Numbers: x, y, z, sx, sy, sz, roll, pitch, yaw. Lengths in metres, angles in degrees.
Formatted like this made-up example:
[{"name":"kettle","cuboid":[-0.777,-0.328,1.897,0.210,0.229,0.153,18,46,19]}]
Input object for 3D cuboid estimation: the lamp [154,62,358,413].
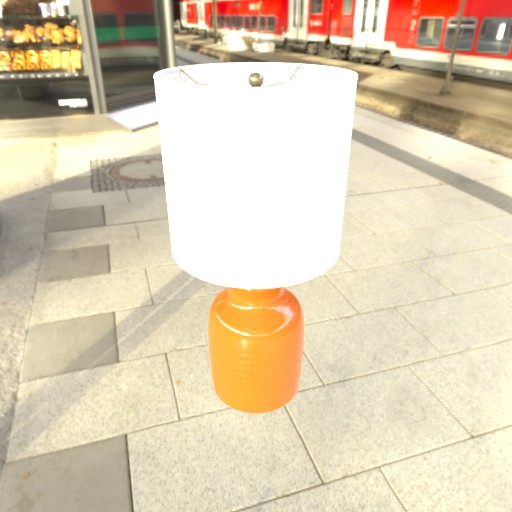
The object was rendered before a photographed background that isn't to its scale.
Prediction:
[{"name":"lamp","cuboid":[0.000,0.000,1.132,0.418,0.871,0.418,-10,30,-18]}]
